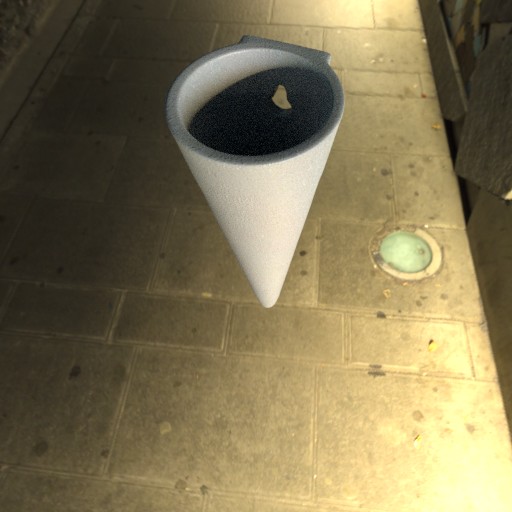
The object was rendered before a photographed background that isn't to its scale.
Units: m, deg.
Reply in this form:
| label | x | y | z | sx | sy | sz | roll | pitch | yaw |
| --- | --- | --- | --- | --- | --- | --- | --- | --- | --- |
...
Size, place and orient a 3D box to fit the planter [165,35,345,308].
| label | x | y | z | sx | sy | sz | roll | pitch | yaw |
| --- | --- | --- | --- | --- | --- | --- | --- | --- | --- |
| planter | 0.000 | 0.000 | 0.224 | 0.057 | 0.191 | 0.064 | 18 | 59 | 11 |
